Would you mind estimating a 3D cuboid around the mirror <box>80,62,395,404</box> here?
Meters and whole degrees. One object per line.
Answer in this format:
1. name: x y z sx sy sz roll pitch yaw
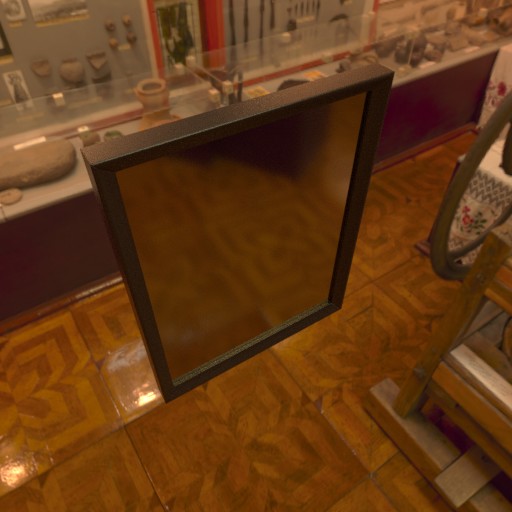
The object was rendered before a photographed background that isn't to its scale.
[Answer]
1. mirror: 0.000 0.000 0.701 0.406 0.509 0.041 -24 50 -22
